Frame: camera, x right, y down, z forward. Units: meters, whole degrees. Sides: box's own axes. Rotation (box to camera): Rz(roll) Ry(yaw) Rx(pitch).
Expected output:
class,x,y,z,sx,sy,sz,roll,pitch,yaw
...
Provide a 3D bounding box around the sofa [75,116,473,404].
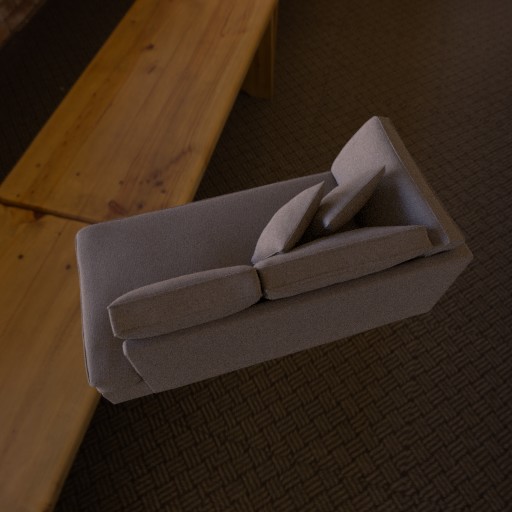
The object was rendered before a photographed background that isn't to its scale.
class,x,y,z,sx,sy,sz,roll,pitch,yaw
sofa,0.000,0.000,2.833,2.237,1.033,1.110,-15,60,-9
